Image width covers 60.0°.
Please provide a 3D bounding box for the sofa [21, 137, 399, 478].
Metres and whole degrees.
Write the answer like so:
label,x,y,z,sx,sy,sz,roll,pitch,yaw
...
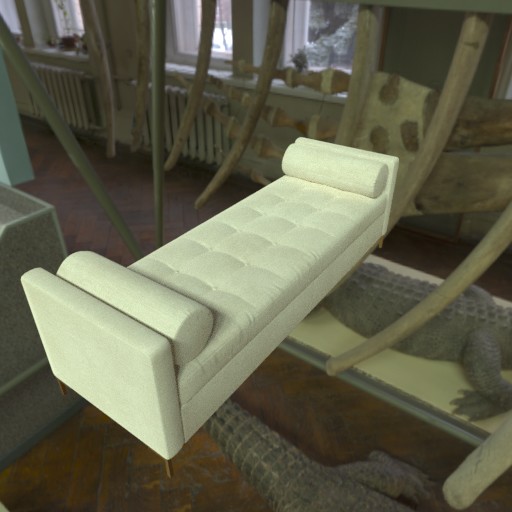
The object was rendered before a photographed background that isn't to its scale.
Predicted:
label,x,y,z,sx,sy,sz,roll,pitch,yaw
sofa,0.000,0.000,2.260,0.686,0.635,1.981,21,38,29
